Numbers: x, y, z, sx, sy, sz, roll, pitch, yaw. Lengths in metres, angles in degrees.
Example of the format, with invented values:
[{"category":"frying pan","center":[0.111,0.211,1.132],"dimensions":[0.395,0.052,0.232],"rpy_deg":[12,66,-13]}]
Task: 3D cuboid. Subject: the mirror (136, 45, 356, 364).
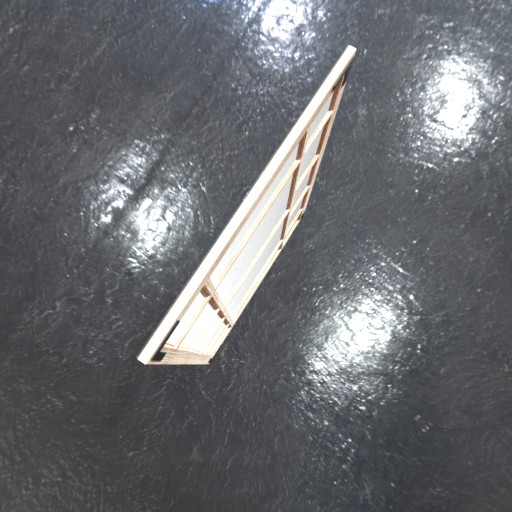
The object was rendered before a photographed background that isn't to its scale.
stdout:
[{"category":"mirror","center":[0.000,0.000,1.275],"dimensions":[0.025,0.996,0.705],"rpy_deg":[31,78,7]}]
